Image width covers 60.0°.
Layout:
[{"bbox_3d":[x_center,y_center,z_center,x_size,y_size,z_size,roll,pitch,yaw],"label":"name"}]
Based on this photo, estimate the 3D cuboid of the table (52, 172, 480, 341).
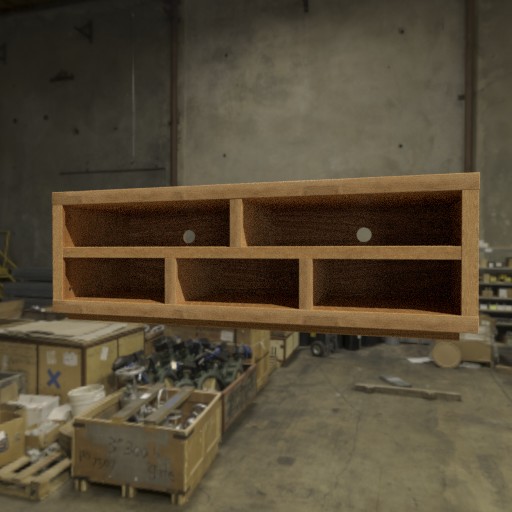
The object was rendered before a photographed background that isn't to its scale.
[{"bbox_3d":[0.000,0.000,1.734,1.499,0.491,0.499,0,1,17],"label":"table"}]
